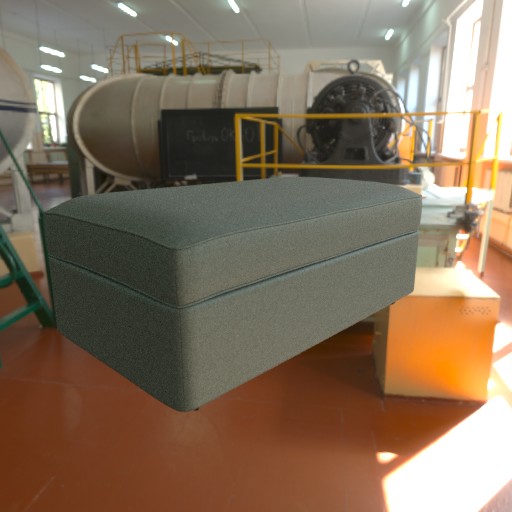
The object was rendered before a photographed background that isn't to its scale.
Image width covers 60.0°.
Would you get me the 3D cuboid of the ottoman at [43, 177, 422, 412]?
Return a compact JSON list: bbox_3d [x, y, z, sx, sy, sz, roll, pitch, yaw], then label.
[{"bbox_3d":[0.000,0.000,1.548,0.681,0.494,1.173,14,20,42],"label":"ottoman"}]
